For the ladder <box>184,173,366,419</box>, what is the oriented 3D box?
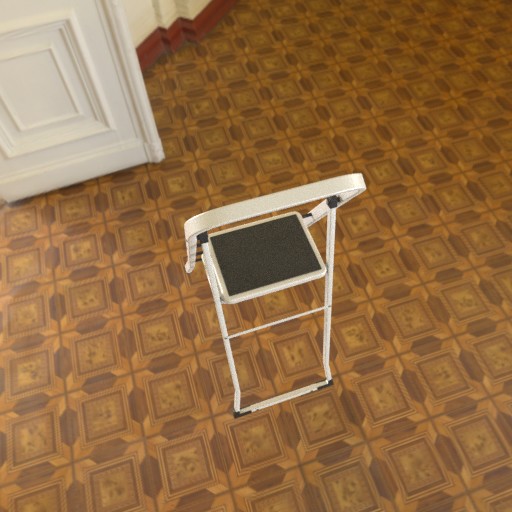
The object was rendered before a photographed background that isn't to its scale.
[{"bbox_3d":[0.000,0.000,1.438,0.460,1.050,0.711,-16,60,-10],"label":"ladder"}]
